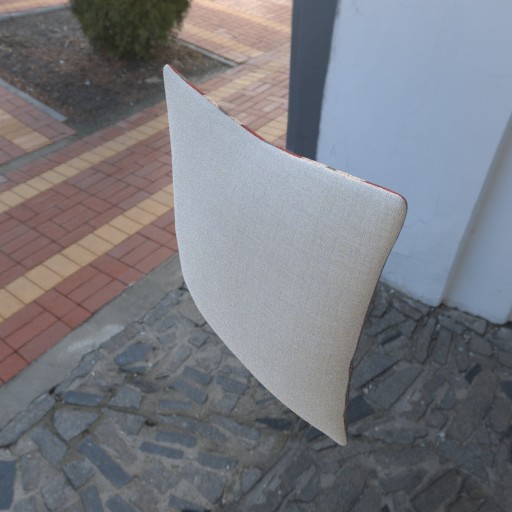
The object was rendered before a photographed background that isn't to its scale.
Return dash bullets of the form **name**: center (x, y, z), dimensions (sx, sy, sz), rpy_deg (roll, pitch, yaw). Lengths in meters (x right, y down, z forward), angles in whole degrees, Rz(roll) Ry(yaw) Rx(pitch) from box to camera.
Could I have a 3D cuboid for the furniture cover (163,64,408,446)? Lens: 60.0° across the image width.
- **furniture cover**: center (0.000, 0.000, 0.626), dimensions (0.145, 0.420, 0.435), rpy_deg (-26, 48, -26)
